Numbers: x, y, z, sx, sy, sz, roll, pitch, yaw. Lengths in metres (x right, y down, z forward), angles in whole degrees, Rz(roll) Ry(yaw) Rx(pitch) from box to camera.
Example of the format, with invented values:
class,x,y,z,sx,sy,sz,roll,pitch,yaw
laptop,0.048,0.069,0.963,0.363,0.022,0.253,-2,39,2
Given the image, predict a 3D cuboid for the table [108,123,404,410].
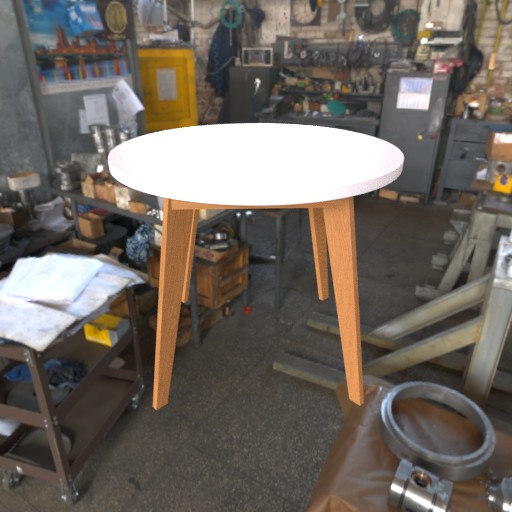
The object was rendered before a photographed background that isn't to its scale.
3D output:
class,x,y,z,sx,sy,sz,roll,pitch,yaw
table,0.000,0.000,1.567,0.896,0.762,0.896,0,26,0
